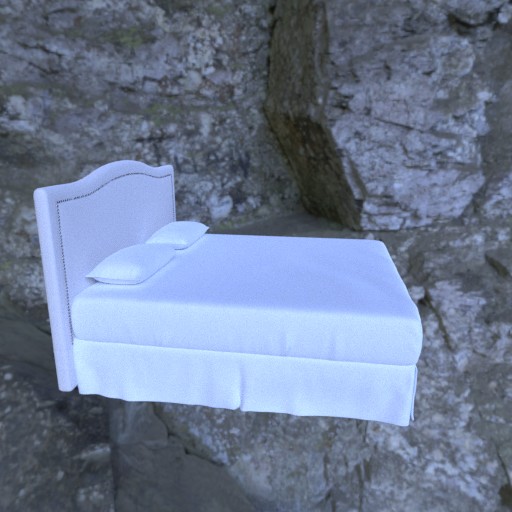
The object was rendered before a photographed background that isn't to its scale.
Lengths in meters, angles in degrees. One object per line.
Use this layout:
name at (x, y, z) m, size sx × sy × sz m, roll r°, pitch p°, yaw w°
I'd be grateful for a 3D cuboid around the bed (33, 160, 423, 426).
bed at (0.000, 0.000, 3.415) m, size 2.182 × 1.421 × 2.083 m, roll 2°, pitch 15°, yaw 9°
